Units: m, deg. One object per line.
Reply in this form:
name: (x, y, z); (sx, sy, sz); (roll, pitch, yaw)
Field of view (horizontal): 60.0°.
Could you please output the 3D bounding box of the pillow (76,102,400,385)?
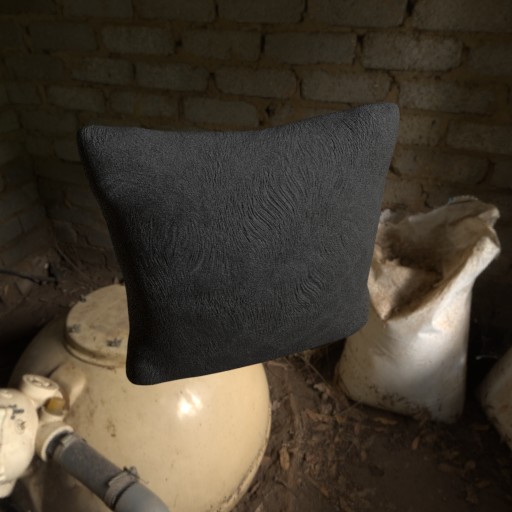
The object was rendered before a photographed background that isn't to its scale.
pillow: (0.000, 0.000, 0.812); (0.533, 0.523, 0.210); (-11, 35, -16)
